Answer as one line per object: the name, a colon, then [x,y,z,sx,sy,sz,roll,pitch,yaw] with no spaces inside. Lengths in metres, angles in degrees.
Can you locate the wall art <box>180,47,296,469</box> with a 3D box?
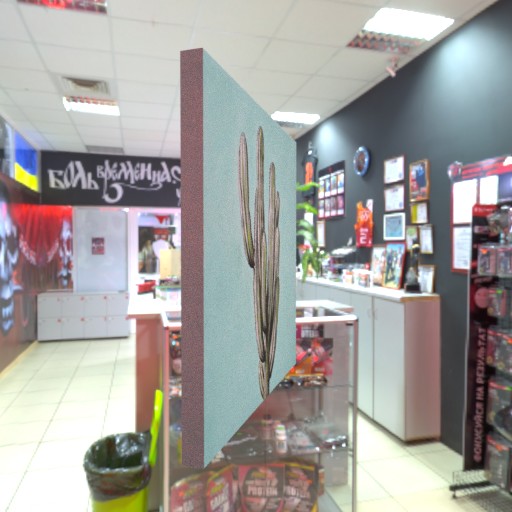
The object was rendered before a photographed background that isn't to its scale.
wall art: [0.000,0.000,0.925,0.036,0.603,0.603,0,1,18]
